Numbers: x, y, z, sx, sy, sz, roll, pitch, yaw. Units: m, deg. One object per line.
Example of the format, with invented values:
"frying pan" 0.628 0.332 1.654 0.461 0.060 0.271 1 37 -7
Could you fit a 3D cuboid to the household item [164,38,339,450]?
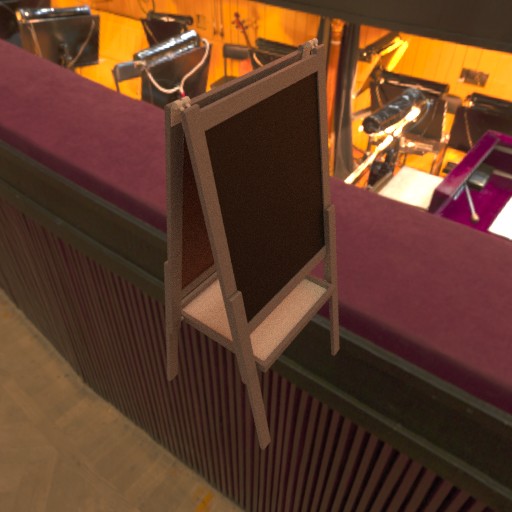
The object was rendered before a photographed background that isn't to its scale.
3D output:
"household item" 0.000 0.000 1.408 0.469 1.172 0.531 27 48 27
